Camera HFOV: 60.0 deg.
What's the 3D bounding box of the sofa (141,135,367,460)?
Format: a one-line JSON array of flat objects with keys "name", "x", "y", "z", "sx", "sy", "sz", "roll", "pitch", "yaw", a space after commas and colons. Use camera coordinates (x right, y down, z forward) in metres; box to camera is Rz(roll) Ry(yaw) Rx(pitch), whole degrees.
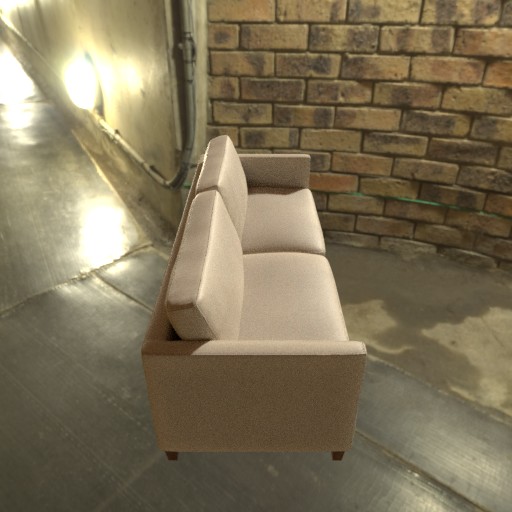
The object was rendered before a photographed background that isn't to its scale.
[{"name": "sofa", "x": 0.000, "y": 0.000, "z": 2.890, "sx": 0.951, "sy": 0.968, "sz": 2.361, "roll": 0, "pitch": 32, "yaw": 0}]
